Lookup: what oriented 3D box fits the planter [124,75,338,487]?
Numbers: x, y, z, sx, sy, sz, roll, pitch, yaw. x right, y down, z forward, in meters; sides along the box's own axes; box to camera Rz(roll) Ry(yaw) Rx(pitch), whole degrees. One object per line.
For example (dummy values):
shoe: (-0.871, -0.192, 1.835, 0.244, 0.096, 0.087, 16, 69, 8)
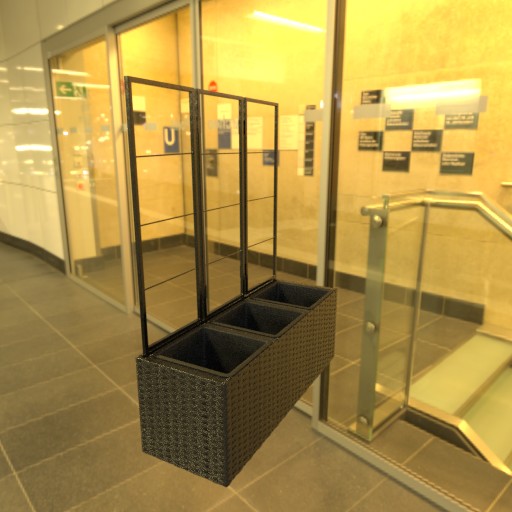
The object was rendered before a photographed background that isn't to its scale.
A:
planter: (0.000, 0.000, 1.195, 0.244, 0.841, 0.698, 8, 16, 28)
